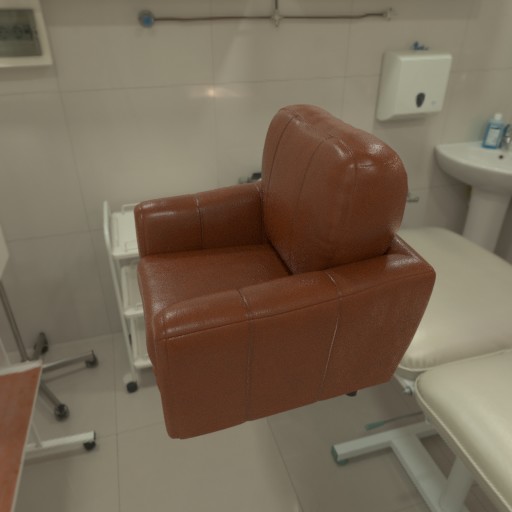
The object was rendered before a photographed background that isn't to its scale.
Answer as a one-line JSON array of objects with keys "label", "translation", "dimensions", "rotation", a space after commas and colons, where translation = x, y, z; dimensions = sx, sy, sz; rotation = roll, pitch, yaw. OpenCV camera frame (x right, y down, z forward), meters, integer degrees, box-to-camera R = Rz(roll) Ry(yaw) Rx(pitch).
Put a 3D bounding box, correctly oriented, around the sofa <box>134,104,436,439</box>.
[{"label": "sofa", "translation": [0.000, 0.000, 1.490], "dimensions": [0.789, 0.876, 0.836], "rotation": [-9, 32, -15]}]
